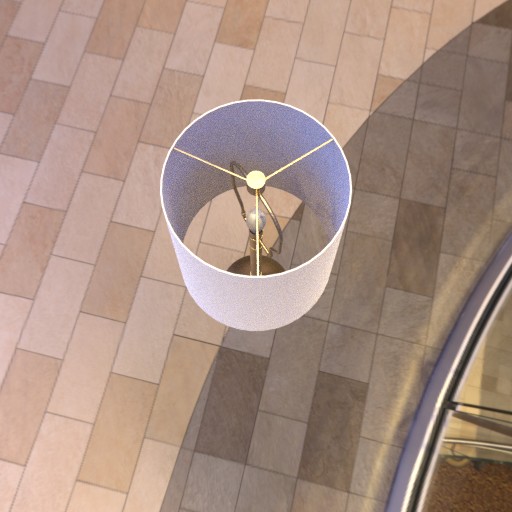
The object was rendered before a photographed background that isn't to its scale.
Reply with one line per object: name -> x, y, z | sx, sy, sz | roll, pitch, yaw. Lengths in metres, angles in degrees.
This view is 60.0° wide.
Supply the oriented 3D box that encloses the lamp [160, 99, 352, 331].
lamp -> 0.000, 0.000, 0.683 | 0.231, 0.569, 0.231 | 0, 76, 0
